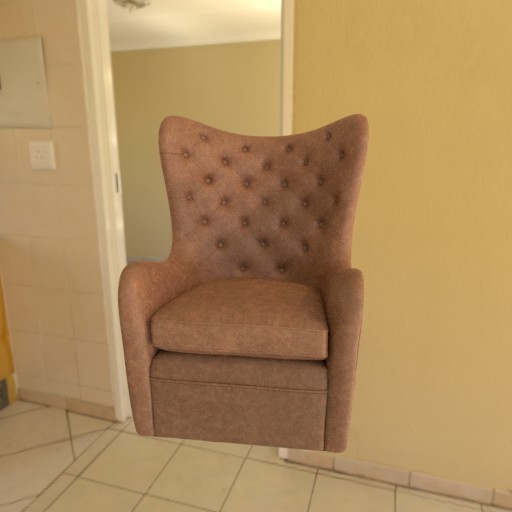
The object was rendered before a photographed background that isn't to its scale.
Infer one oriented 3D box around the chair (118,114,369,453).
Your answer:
[{"bbox_3d":[0.000,0.000,1.725,0.831,1.079,0.930,2,14,7],"label":"chair"}]
